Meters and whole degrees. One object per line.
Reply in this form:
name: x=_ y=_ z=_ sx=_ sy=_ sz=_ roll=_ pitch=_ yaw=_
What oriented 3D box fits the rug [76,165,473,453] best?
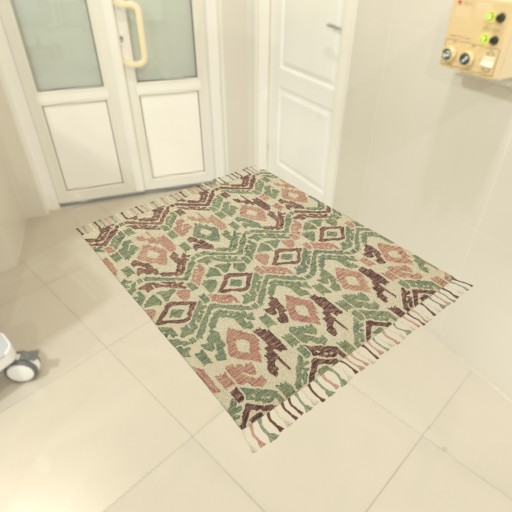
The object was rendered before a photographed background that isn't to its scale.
rug: x=0.000 y=0.000 z=4.191 sx=2.438 sy=0.010 sz=3.048 roll=-26 pitch=45 yaw=-29
